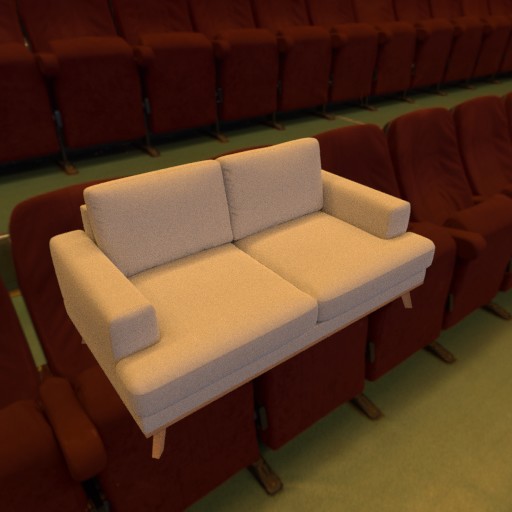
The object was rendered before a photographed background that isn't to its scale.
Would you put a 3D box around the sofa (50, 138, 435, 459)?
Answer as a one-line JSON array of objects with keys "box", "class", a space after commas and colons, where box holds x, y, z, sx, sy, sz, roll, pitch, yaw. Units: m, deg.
[{"box": [0.000, 0.000, 2.123, 1.651, 0.810, 0.915, -21, 36, -31], "class": "sofa"}]
